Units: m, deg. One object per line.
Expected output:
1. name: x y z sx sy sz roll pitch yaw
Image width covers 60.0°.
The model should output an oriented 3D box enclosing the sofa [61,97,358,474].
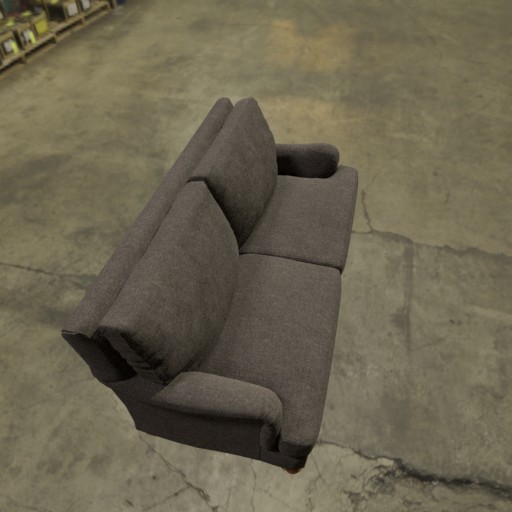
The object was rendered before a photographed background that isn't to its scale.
1. sofa: 0.000 0.000 2.686 1.087 1.054 2.160 10 46 10
